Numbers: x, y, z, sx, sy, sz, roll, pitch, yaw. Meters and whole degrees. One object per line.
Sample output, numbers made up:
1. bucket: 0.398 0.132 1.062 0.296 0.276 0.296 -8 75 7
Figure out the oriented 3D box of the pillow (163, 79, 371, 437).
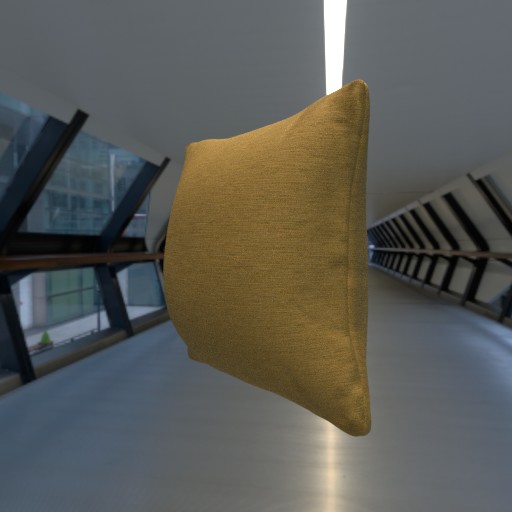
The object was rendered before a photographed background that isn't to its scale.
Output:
1. pillow: 0.000 0.000 0.683 0.247 0.417 0.435 -2 3 -36
